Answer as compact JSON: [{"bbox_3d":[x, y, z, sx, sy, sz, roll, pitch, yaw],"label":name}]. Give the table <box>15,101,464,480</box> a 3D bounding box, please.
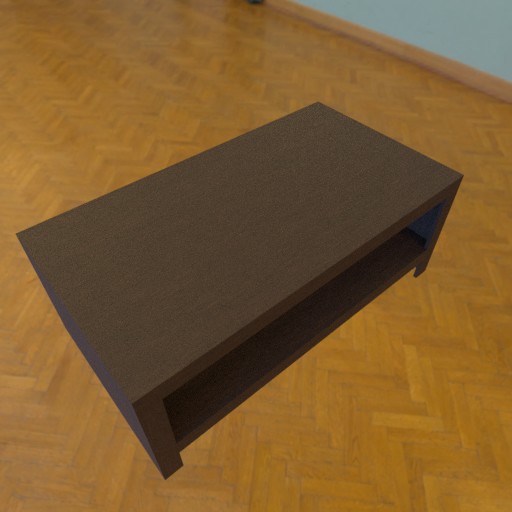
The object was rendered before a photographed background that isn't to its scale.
[{"bbox_3d":[0.000,0.000,1.368,1.099,0.424,0.597,-31,53,-27],"label":"table"}]
